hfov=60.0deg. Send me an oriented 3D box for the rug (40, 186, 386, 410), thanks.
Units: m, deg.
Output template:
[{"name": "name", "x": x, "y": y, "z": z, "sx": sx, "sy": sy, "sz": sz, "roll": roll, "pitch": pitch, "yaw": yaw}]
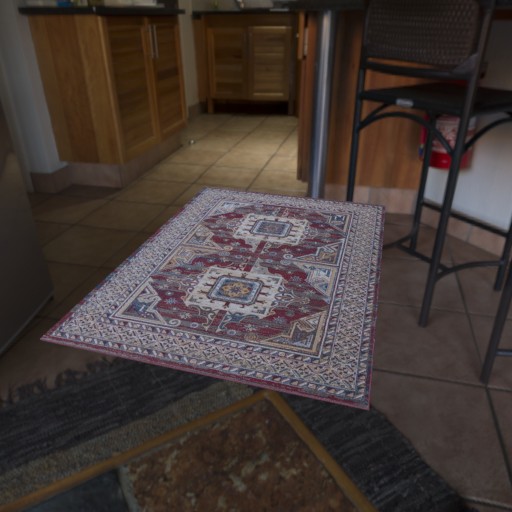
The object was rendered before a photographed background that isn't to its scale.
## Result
[{"name": "rug", "x": 0.000, "y": 0.000, "z": 2.935, "sx": 1.599, "sy": 0.011, "sz": 2.210, "roll": 8, "pitch": 30, "yaw": 14}]
